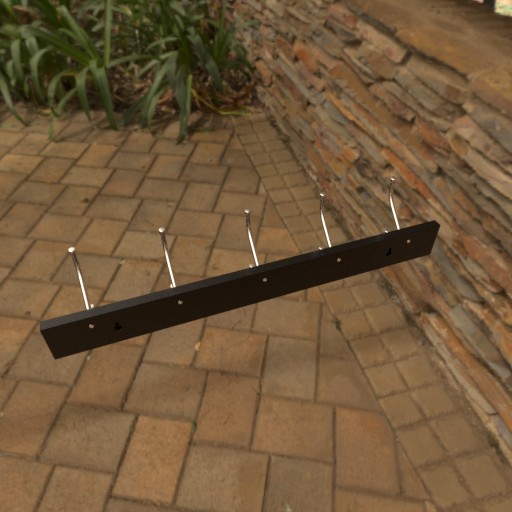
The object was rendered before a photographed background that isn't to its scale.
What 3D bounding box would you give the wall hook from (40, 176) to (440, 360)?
[{"bbox_3d":[0.000,0.000,0.623,0.571,0.117,0.071,-14,44,-15],"label":"wall hook"}]
